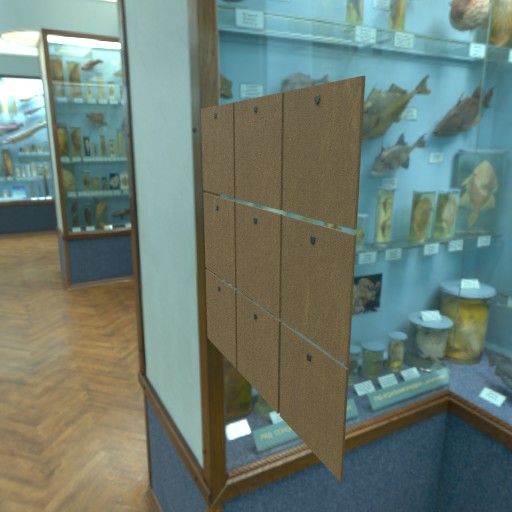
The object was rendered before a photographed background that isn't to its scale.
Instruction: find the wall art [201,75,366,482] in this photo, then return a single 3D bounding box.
[{"bbox_3d":[0.000,0.000,2.252,0.023,1.522,1.526,-7,16,-25],"label":"wall art"}]
